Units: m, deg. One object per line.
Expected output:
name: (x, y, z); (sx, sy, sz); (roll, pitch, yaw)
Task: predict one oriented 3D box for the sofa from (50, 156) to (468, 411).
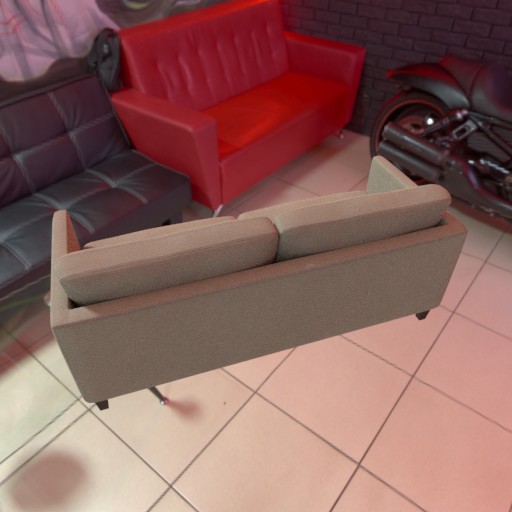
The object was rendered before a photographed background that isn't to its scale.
sofa: (0.000, 0.000, 2.645); (2.181, 0.932, 0.948); (-12, 42, -14)
